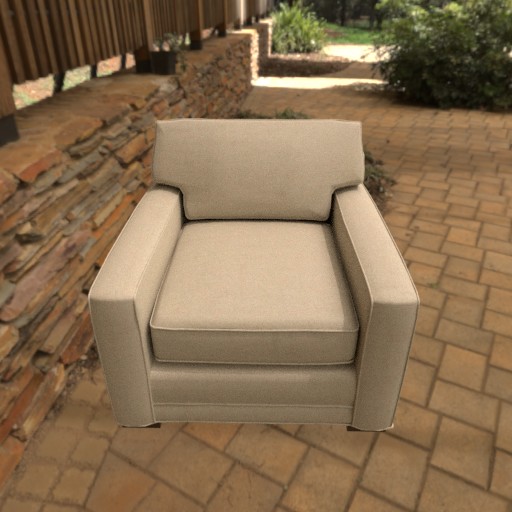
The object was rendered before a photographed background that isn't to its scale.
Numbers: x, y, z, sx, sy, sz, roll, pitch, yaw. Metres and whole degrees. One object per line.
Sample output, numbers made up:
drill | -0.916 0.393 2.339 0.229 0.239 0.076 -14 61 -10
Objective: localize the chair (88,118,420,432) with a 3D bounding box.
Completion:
chair | 0.000 0.000 1.801 0.998 0.913 1.043 1 31 1
